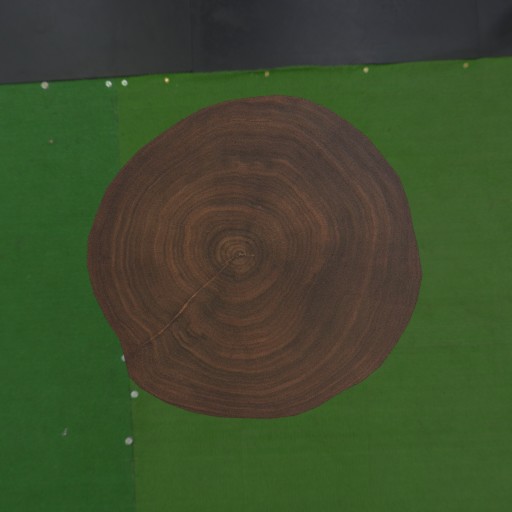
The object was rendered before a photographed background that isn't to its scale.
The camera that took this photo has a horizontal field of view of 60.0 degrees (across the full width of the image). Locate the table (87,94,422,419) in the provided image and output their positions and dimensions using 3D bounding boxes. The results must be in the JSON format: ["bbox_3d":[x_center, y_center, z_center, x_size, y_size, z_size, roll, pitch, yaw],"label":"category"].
[{"bbox_3d":[0.000,0.000,0.888,0.494,0.476,0.477,0,90,1],"label":"table"}]
